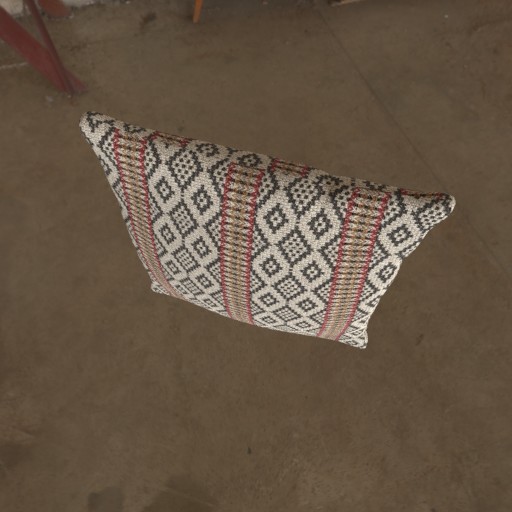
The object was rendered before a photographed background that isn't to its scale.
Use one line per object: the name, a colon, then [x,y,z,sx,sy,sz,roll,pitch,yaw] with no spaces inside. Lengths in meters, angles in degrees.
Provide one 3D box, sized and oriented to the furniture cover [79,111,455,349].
furniture cover: [0.000,0.000,0.784,0.503,0.506,0.182,15,60,9]
